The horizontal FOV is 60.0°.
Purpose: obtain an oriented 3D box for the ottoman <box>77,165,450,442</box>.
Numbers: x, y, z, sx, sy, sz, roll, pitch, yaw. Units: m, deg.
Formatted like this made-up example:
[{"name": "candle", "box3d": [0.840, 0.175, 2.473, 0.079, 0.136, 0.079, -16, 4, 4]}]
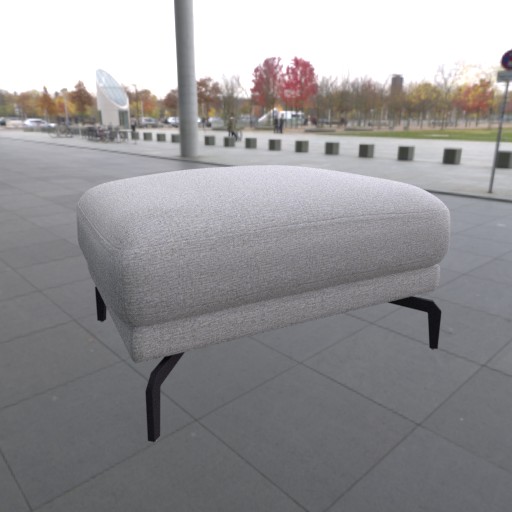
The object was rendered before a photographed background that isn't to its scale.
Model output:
[{"name": "ottoman", "box3d": [0.000, 0.000, 1.089, 0.772, 0.420, 0.568, -9, 19, -26]}]
